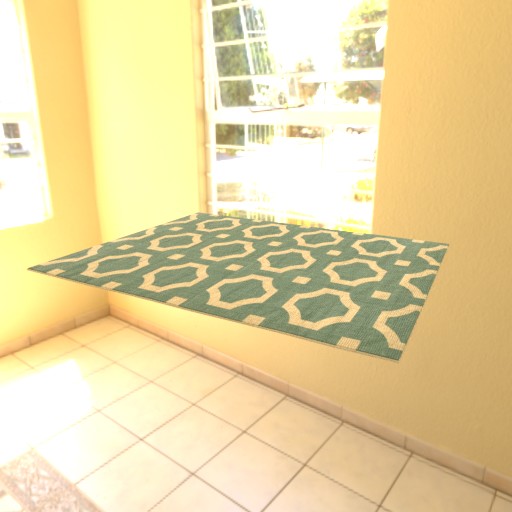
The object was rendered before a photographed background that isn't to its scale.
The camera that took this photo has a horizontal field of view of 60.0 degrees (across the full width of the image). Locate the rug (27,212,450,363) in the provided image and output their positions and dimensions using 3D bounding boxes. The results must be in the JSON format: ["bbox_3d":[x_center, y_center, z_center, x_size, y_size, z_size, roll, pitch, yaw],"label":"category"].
[{"bbox_3d":[0.000,0.000,4.056,3.049,0.021,2.466,10,20,27],"label":"rug"}]
